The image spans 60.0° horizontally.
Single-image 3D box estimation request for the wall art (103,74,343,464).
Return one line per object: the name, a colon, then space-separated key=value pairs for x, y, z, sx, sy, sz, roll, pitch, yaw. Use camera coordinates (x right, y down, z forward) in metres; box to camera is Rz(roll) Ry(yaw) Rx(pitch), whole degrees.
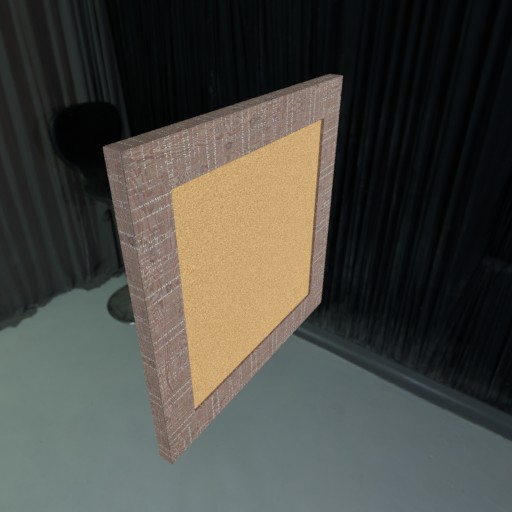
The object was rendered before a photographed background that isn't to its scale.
wall art: x=0.000 y=0.000 z=0.787 sx=0.029 sy=0.531 sz=0.531 roll=20 pitch=37 yaw=29
